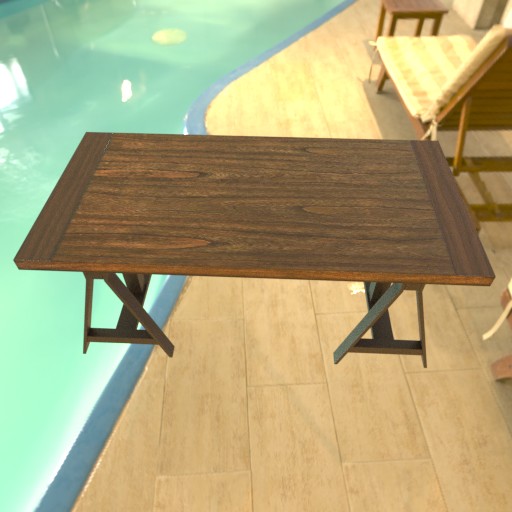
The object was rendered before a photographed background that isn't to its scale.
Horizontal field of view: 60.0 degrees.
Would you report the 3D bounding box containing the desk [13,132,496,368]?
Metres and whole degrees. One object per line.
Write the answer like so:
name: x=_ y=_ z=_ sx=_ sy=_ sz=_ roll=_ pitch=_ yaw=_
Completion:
desk: x=0.000 y=0.000 z=1.929 sx=1.543 sy=0.725 sz=0.784 roll=2 pitch=47 yaw=2
